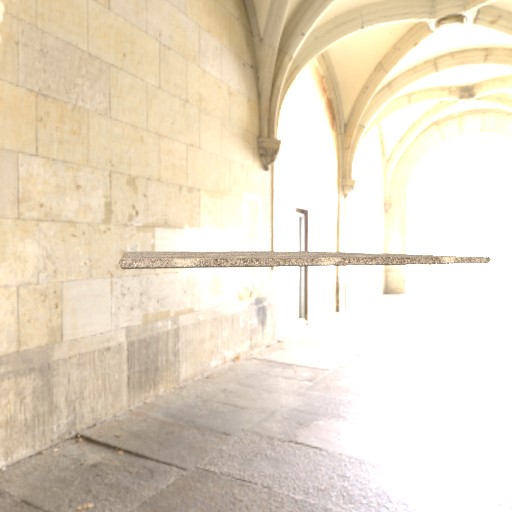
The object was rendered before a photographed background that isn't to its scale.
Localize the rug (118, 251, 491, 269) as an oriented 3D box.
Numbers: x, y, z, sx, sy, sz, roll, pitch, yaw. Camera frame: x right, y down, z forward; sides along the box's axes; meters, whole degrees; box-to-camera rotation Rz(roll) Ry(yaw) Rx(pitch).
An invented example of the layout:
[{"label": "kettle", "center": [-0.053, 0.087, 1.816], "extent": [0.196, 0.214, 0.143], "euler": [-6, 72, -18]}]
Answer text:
[{"label": "rug", "center": [0.000, 0.000, 2.083], "extent": [1.200, 0.025, 1.600], "euler": [0, 1, -16]}]
